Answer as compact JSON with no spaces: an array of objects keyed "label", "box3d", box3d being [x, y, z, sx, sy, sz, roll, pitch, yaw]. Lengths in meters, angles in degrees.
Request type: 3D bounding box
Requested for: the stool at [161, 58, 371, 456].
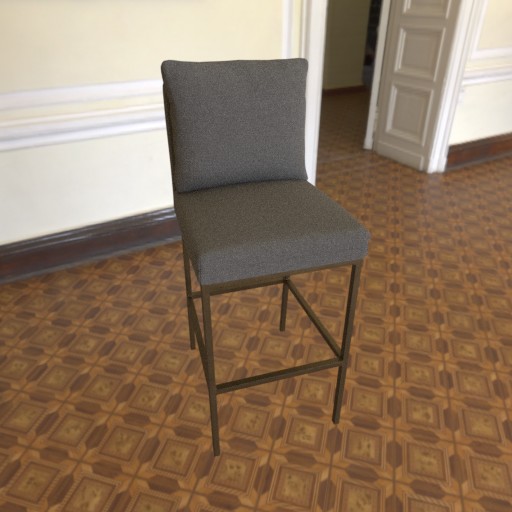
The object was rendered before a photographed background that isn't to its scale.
[{"label":"stool","box3d":[0.000,0.000,1.420,0.463,1.132,0.569,-9,32,-14]}]
